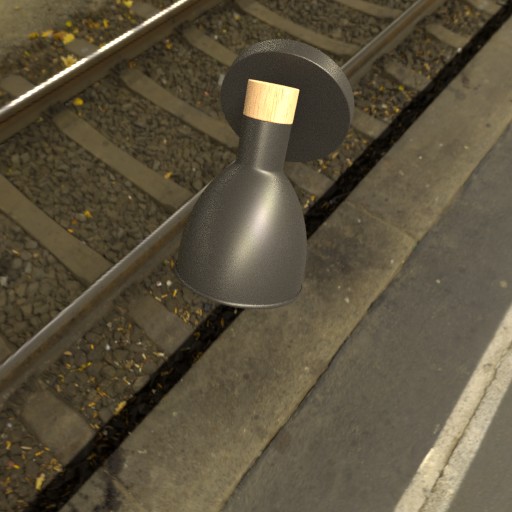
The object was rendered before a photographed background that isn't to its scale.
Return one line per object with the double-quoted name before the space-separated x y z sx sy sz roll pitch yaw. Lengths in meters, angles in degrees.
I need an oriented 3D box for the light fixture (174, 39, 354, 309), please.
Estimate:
"light fixture" 0.000 0.000 0.488 0.127 0.401 0.203 15 59 9
